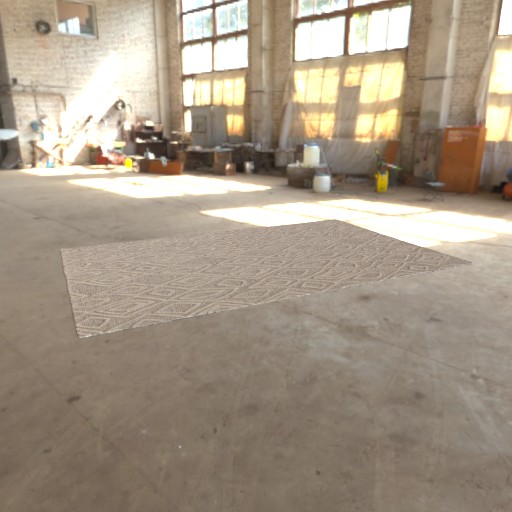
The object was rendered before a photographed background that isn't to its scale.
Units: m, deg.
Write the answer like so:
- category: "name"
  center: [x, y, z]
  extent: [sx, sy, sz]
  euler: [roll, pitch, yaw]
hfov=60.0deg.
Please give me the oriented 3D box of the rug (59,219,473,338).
- category: "rug"
  center: [0.000, 0.000, 3.065]
  extent: [2.442, 0.010, 1.546]
  euler: [-8, 18, -25]
